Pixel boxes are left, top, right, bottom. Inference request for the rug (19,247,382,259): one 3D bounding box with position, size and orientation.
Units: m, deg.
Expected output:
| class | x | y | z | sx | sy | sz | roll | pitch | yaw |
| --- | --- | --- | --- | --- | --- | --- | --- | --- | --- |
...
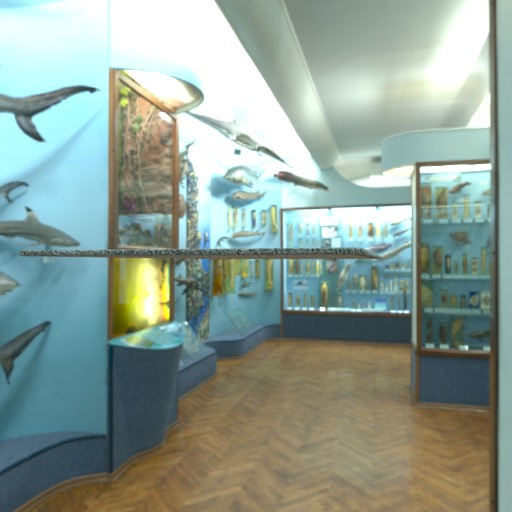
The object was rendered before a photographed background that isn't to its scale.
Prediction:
| class | x | y | z | sx | sy | sz | roll | pitch | yaw |
| --- | --- | --- | --- | --- | --- | --- | --- | --- | --- |
| rug | 0.000 | 0.000 | 3.375 | 1.778 | 0.030 | 2.743 | 0 | -1 | 17 |
